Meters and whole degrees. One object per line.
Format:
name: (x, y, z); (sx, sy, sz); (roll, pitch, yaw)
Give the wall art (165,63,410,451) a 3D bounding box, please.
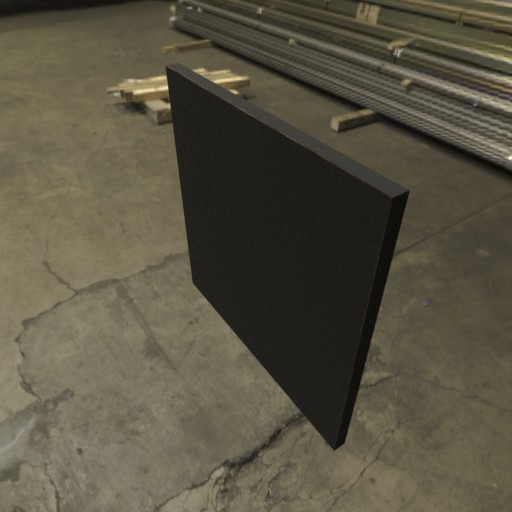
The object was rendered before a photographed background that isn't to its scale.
wall art: (0.000, 0.000, 1.142); (0.038, 0.762, 0.762); (-24, 45, -26)
